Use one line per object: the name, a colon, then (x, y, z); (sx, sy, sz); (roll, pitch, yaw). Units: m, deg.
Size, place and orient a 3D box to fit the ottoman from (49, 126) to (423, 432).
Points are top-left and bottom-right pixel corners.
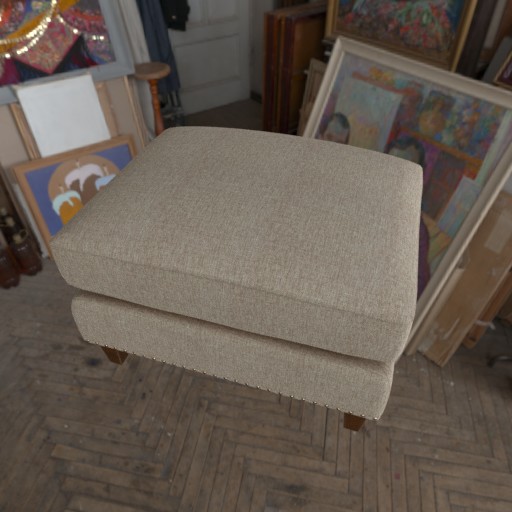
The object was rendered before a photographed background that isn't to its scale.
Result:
ottoman: (0.000, 0.000, 1.146); (0.741, 0.513, 0.584); (12, 43, 13)
